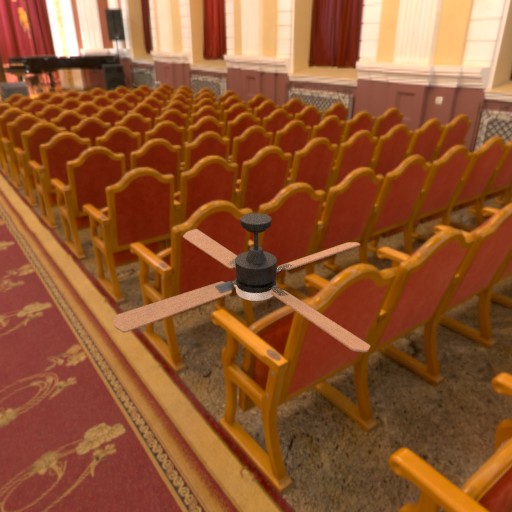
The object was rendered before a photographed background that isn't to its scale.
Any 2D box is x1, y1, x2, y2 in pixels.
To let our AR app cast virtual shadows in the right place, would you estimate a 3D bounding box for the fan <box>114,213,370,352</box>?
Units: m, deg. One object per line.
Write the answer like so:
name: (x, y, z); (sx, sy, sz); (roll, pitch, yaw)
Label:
fan: (0.000, 0.000, 1.978); (1.320, 0.355, 1.320); (-17, 31, -32)
